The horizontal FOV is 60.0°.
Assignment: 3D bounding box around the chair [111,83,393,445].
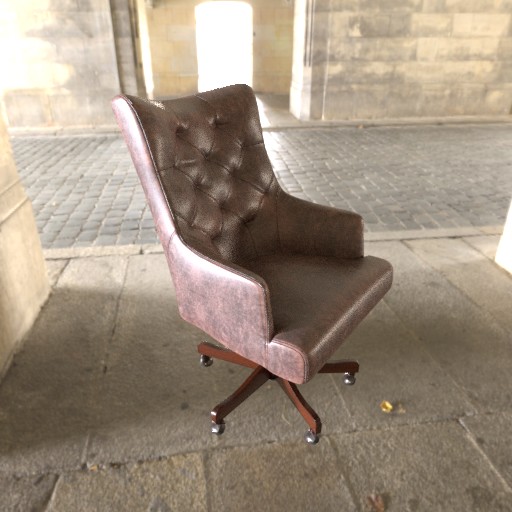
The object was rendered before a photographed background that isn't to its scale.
[{"bbox_3d":[0.000,0.000,1.483,0.762,1.035,0.641,17,30,31],"label":"chair"}]
